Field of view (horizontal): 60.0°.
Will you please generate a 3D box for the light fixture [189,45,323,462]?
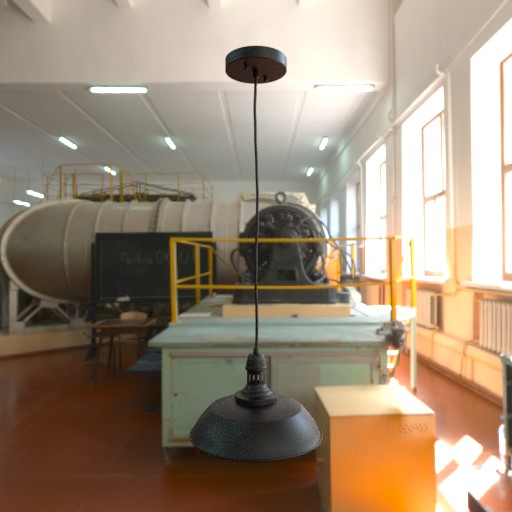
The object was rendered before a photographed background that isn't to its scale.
[{"bbox_3d":[0.000,0.000,1.119,0.331,0.993,0.331,-1,-1,35],"label":"light fixture"}]
